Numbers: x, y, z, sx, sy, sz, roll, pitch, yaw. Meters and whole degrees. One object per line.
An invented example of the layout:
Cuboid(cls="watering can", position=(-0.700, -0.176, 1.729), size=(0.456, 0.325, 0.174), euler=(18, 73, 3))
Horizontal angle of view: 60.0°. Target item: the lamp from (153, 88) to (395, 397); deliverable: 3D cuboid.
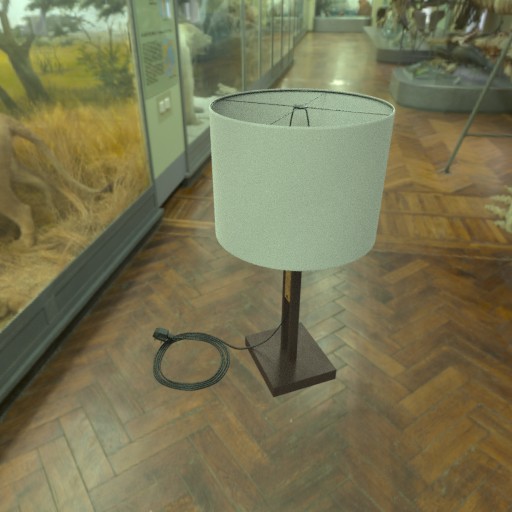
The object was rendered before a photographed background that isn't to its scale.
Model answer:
Cuboid(cls="lamp", position=(0.000, 0.000, 1.019), size=(0.525, 0.668, 0.396), euler=(-11, 32, -18))
